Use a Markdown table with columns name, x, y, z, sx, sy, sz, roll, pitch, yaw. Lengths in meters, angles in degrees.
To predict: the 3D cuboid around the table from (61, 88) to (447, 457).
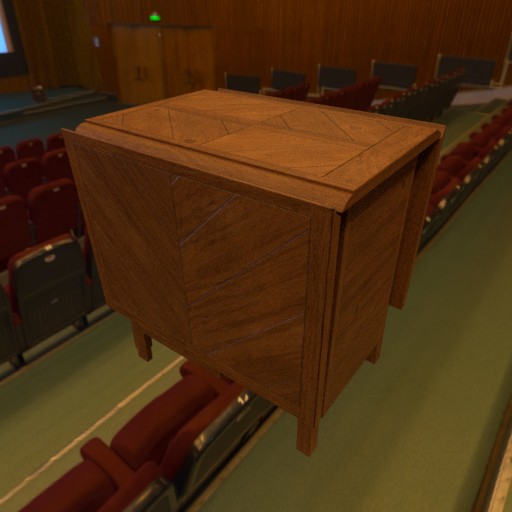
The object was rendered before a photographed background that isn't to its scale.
| name | x | y | z | sx | sy | sz | roll | pitch | yaw |
| --- | --- | --- | --- | --- | --- | --- | --- | --- | --- |
| table | 0.000 | 0.000 | 1.289 | 0.746 | 0.763 | 0.591 | 22 | 38 | 30 |
